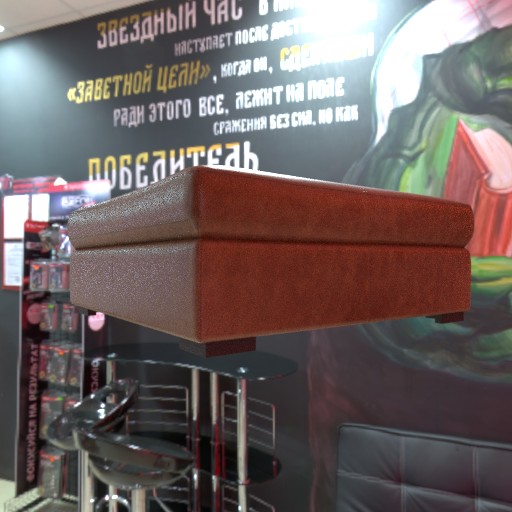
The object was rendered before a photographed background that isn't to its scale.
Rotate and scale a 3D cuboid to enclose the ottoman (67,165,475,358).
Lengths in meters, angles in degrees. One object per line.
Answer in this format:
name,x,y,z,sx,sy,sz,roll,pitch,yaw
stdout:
ottoman,0.000,0.000,1.764,1.168,0.483,1.169,1,-1,-36
